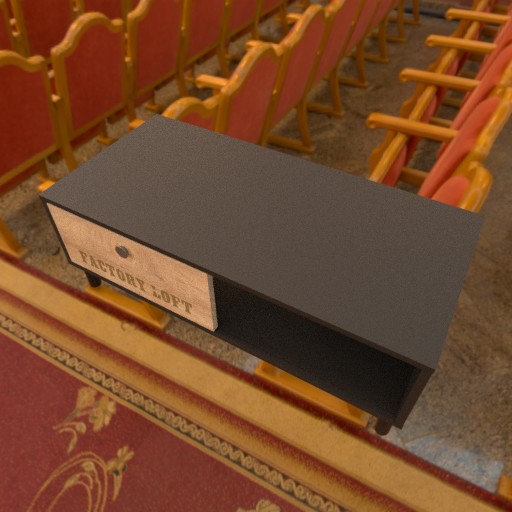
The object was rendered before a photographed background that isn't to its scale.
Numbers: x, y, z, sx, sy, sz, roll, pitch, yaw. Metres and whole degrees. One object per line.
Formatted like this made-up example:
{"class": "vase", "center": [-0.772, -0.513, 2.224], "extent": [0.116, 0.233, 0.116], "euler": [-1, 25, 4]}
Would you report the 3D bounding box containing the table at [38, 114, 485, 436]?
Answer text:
{"class": "table", "center": [0.000, 0.000, 1.350], "extent": [1.100, 0.400, 0.550], "euler": [22, 50, 20]}
